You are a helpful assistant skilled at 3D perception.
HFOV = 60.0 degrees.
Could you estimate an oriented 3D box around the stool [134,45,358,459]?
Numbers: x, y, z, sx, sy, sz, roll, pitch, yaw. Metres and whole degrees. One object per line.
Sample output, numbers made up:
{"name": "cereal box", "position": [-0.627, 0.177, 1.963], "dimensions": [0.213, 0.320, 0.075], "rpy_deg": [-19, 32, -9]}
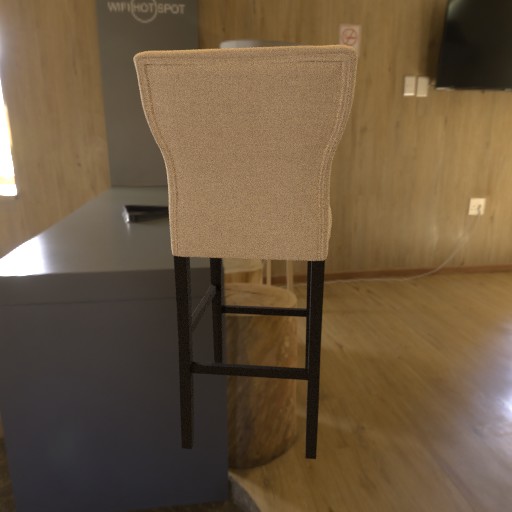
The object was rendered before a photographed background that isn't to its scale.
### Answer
{"name": "stool", "position": [0.000, 0.000, 1.400], "dimensions": [0.516, 1.124, 0.603], "rpy_deg": [2, 16, 6]}
